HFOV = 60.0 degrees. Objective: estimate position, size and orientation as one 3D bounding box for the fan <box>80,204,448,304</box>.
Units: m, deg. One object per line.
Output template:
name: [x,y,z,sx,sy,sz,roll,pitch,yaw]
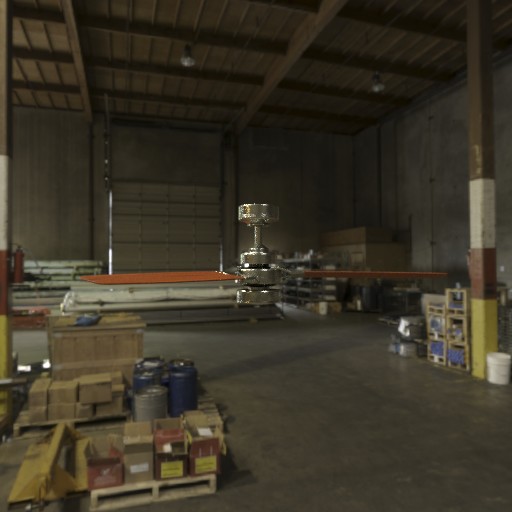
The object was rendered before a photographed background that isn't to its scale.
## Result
fan: [0.000,0.000,2.026,1.416,0.410,1.271,0,-1,-17]
